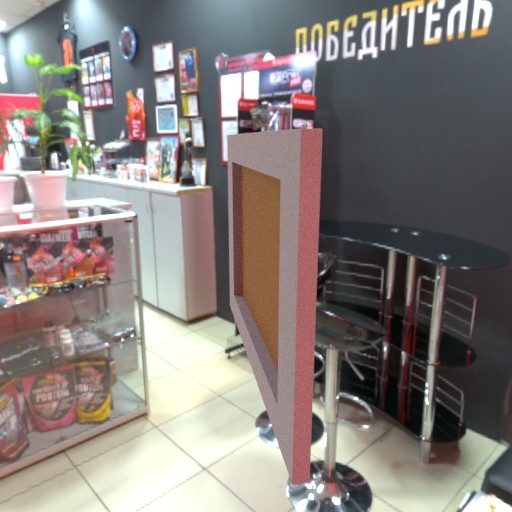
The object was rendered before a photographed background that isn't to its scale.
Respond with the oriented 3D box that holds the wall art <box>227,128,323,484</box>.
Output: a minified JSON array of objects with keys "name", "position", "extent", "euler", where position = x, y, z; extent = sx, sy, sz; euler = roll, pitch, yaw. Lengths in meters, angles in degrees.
[{"name":"wall art","position":[0.000,0.000,1.154],"extent":[0.033,0.617,0.906],"euler":[-3,15,-10]}]
